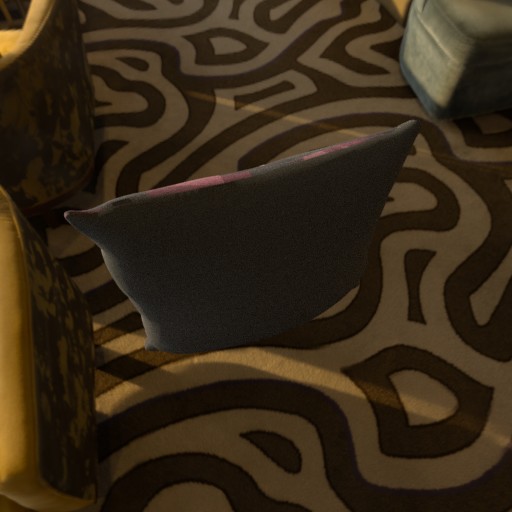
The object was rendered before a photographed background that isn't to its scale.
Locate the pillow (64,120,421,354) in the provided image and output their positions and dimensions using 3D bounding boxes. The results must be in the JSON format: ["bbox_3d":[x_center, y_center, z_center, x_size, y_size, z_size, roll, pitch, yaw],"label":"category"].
[{"bbox_3d":[0.000,0.000,0.788,0.503,0.496,0.208,-16,60,-10],"label":"pillow"}]
